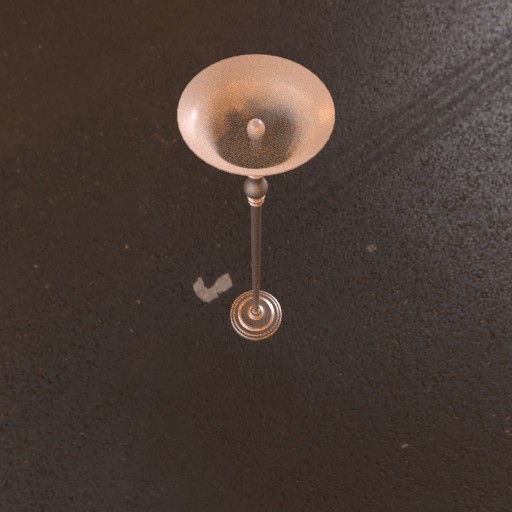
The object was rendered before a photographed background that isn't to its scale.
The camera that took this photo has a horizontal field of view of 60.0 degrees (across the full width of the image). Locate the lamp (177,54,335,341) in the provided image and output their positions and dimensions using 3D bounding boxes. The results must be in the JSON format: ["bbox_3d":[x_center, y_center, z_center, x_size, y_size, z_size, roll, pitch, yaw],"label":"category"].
[{"bbox_3d":[0.000,0.000,1.942,0.405,1.771,0.405,0,65,0],"label":"lamp"}]
